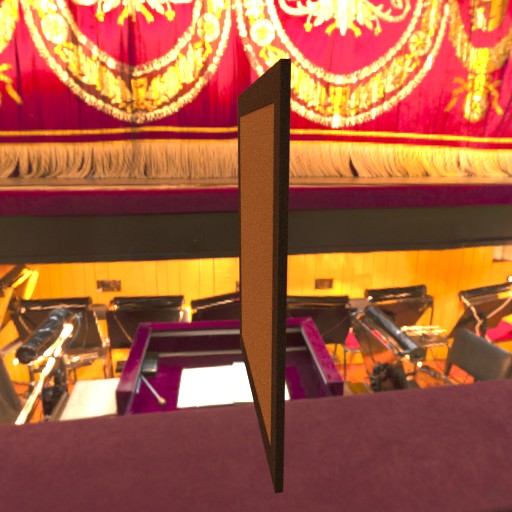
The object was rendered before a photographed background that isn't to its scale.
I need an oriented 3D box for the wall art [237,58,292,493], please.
[{"bbox_3d":[0.000,0.000,0.783,0.013,0.570,0.476,-2,15,-8],"label":"wall art"}]
